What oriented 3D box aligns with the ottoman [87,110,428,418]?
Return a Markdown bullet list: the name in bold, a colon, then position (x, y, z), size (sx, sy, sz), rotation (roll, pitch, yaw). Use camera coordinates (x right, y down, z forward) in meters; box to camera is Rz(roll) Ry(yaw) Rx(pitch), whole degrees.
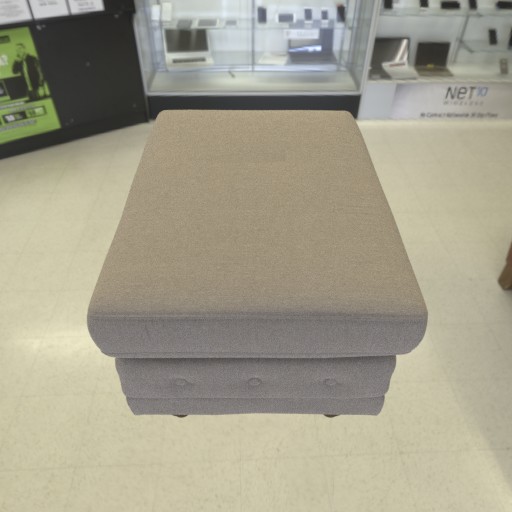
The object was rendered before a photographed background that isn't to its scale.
- **ottoman**: position (0.000, 0.000, 1.114), size (0.569, 0.500, 0.771), rotation (0, 42, 0)
